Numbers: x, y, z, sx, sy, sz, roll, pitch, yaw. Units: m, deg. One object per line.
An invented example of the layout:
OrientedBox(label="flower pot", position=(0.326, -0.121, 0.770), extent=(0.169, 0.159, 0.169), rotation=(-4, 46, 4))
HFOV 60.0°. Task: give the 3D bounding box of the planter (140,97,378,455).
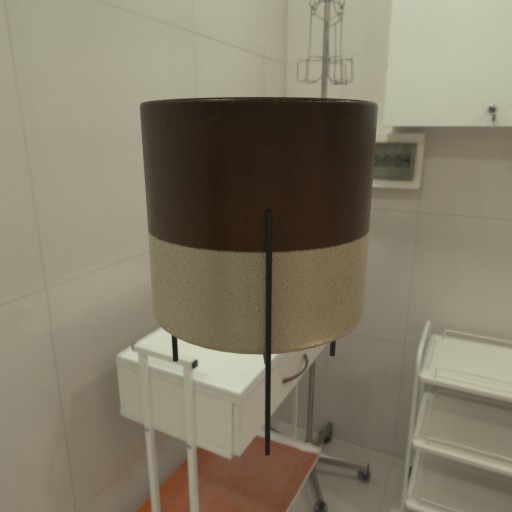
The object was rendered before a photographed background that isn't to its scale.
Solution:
OrientedBox(label="planter", position=(0.000, 0.000, 0.720), extent=(0.354, 0.465, 0.345), rotation=(8, 18, 25))
